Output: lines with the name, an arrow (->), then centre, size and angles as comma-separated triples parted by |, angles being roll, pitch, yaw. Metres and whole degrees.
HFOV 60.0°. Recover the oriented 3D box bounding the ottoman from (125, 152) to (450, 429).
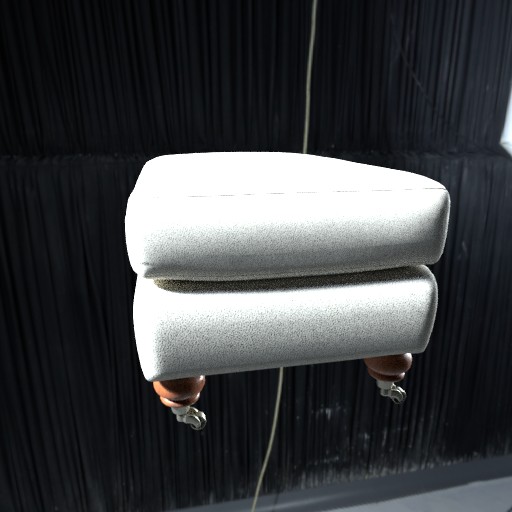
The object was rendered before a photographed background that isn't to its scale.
ottoman -> 0.000, 0.000, 1.119 | 0.569, 0.499, 0.773 | -3, 16, -11
